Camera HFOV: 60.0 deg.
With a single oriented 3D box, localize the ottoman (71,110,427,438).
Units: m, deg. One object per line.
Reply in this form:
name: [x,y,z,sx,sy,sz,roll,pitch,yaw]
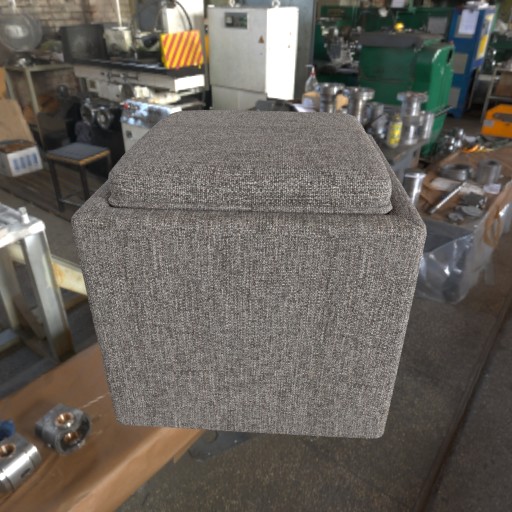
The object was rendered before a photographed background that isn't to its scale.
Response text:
ottoman: [0.000,0.000,0.819,0.450,0.460,0.450,2,30,3]
